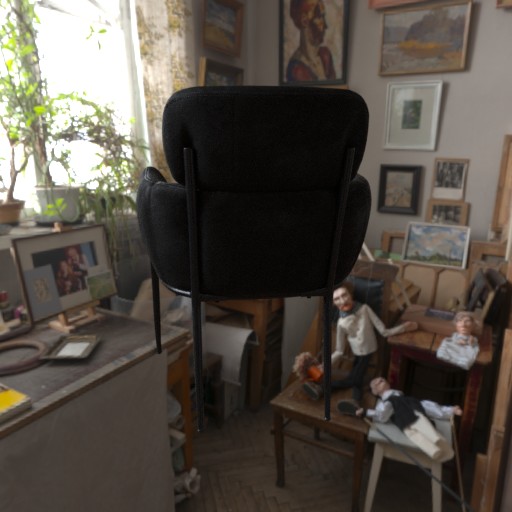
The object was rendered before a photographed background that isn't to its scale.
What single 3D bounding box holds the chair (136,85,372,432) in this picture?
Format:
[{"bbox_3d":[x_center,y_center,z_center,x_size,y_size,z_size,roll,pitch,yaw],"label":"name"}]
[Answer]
[{"bbox_3d":[0.000,0.000,1.228,0.640,0.818,0.604,-2,14,-8],"label":"chair"}]
